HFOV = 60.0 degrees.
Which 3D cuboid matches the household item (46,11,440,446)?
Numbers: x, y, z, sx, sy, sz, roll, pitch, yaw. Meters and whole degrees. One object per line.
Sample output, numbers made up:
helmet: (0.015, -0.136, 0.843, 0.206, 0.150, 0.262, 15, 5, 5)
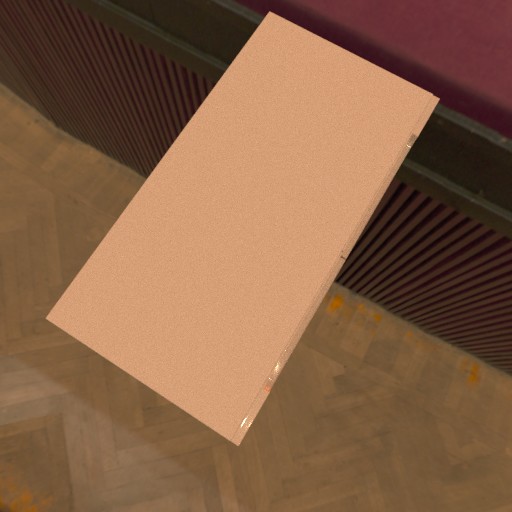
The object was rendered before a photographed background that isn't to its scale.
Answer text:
household item: (0.000, 0.000, 1.295, 0.420, 0.870, 0.800, 31, 78, 8)
